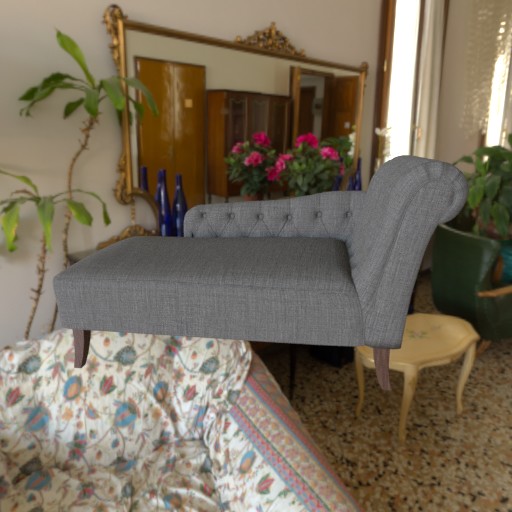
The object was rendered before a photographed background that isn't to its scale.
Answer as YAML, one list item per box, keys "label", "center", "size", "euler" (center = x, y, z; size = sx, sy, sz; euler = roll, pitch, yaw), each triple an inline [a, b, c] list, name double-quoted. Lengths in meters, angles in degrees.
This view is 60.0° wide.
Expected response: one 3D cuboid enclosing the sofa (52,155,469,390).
- label: "sofa"
  center: [0.000, 0.000, 1.785]
  size: [1.379, 0.787, 0.675]
  euler: [2, 15, 8]
